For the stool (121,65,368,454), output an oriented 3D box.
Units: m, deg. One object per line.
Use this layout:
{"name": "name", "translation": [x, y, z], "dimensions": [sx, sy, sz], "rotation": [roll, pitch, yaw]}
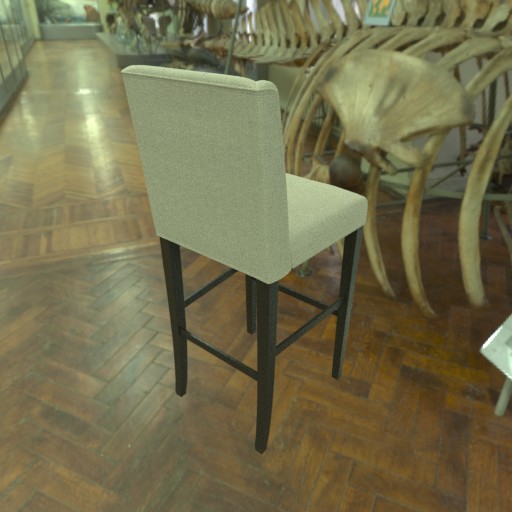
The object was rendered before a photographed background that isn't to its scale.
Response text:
{"name": "stool", "translation": [0.000, 0.000, 1.379], "dimensions": [0.474, 1.116, 0.509], "rotation": [22, 36, 33]}
